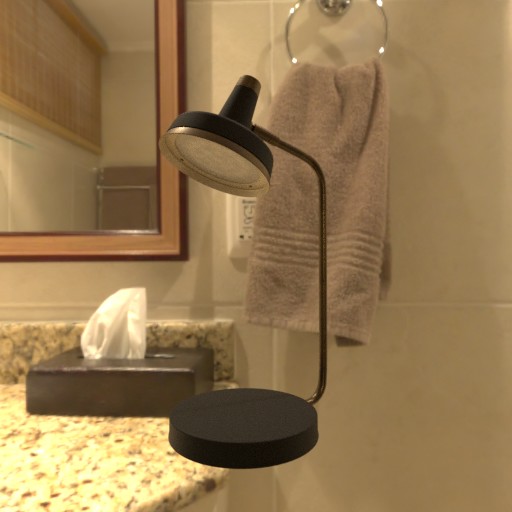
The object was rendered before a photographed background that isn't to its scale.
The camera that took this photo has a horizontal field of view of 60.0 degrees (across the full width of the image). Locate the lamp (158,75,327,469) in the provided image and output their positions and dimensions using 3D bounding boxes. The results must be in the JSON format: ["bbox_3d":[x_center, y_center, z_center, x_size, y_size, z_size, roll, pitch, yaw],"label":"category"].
[{"bbox_3d":[0.000,0.000,0.489,0.218,0.385,0.162,-1,1,-36],"label":"lamp"}]
